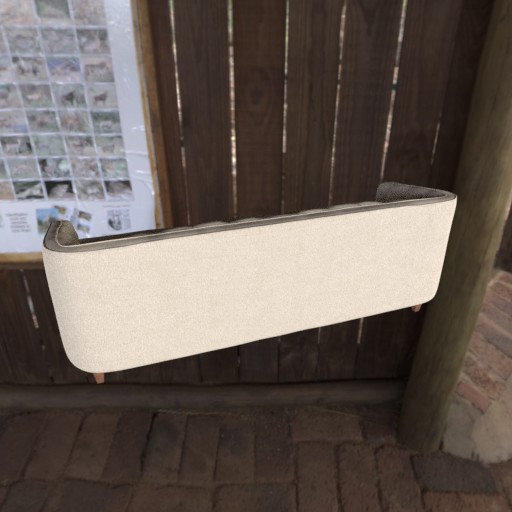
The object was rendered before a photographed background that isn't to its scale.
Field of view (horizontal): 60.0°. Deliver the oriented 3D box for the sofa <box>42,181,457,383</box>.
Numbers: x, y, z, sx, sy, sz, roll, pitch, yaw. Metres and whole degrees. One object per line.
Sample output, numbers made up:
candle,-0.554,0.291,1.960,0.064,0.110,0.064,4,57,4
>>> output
sofa,0.000,0.000,2.667,2.235,0.788,0.913,-9,28,-18
